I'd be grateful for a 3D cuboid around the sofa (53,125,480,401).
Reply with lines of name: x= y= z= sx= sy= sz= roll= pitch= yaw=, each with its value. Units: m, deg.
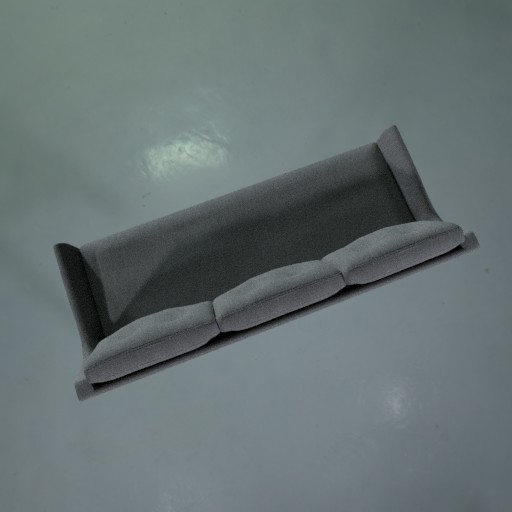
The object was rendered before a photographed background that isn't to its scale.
sofa: x=0.000 y=0.000 z=2.490 sx=2.060 sy=0.837 sz=0.849 roll=-20 pitch=78 yaw=-5
